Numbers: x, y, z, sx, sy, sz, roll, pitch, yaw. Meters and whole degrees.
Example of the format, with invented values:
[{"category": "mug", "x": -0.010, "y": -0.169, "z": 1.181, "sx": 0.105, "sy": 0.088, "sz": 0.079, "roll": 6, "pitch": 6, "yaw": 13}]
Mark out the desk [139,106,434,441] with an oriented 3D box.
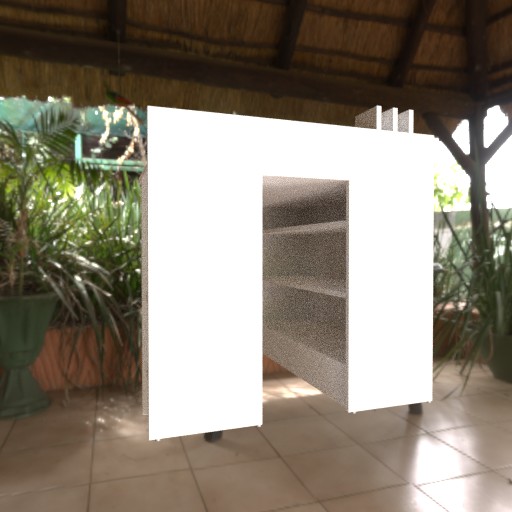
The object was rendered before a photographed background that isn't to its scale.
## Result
[{"category": "desk", "x": 0.000, "y": 0.000, "z": 1.786, "sx": 0.940, "sy": 0.986, "sz": 0.940, "roll": 0, "pitch": 1, "yaw": -19}]
